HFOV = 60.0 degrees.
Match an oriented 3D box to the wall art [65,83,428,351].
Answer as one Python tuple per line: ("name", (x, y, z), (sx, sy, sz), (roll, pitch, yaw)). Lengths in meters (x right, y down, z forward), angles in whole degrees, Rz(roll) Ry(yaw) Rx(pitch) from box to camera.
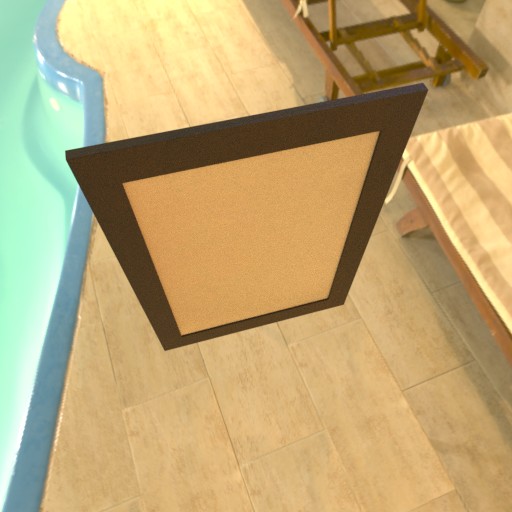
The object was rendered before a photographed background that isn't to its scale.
("wall art", (0.000, 0.000, 0.643), (0.359, 0.508, 0.013), (-13, 59, -8))
